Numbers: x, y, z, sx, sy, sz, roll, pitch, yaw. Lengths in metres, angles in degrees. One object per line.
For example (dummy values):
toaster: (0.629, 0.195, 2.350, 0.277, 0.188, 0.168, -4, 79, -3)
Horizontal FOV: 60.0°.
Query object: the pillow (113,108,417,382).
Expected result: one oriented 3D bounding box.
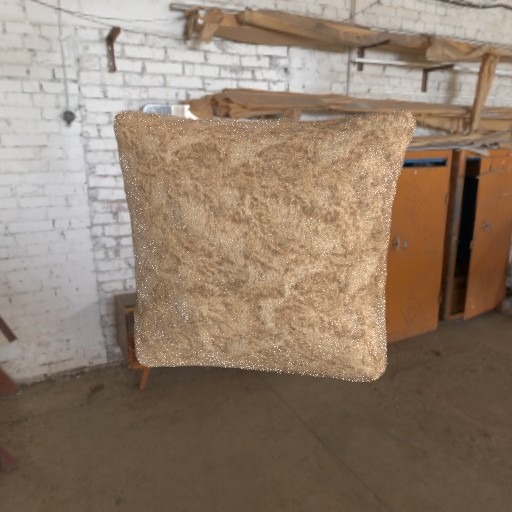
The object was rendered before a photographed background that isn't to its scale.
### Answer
pillow: (0.000, 0.000, 0.822, 0.538, 0.525, 0.216, 2, 16, 8)
